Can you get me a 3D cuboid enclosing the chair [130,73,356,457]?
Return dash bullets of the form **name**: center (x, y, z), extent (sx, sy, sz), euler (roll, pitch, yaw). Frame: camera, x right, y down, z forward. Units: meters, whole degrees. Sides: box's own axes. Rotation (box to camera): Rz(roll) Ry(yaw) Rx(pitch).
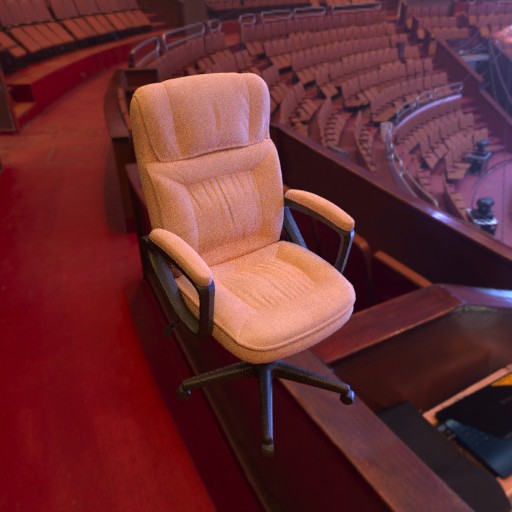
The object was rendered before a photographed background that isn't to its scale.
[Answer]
- **chair**: center (0.000, 0.000, 1.541), extent (0.667, 1.105, 0.724), euler (-20, 36, -30)
